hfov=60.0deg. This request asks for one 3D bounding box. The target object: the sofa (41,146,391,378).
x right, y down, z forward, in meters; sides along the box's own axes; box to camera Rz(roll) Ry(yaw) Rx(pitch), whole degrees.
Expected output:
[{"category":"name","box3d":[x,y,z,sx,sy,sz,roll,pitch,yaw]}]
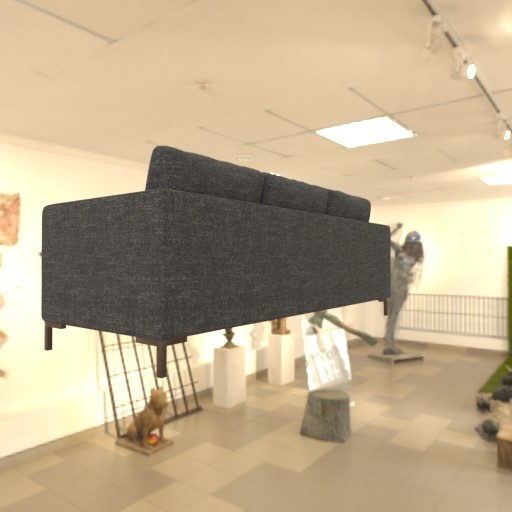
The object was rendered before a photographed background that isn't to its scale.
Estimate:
[{"category":"sofa","box3d":[0.000,0.000,2.672,0.859,0.874,2.218,0,0,37]}]
